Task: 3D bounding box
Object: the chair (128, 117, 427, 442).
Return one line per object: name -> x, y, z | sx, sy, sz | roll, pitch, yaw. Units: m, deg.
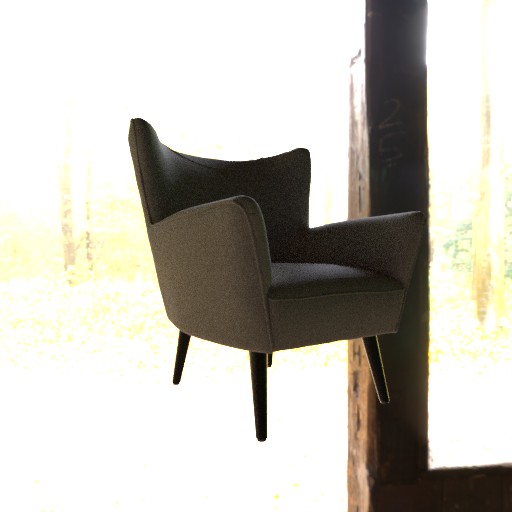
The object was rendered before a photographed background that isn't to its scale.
chair -> 0.000, 0.000, 1.562 | 0.781, 0.933, 0.888 | 0, 1, -36
